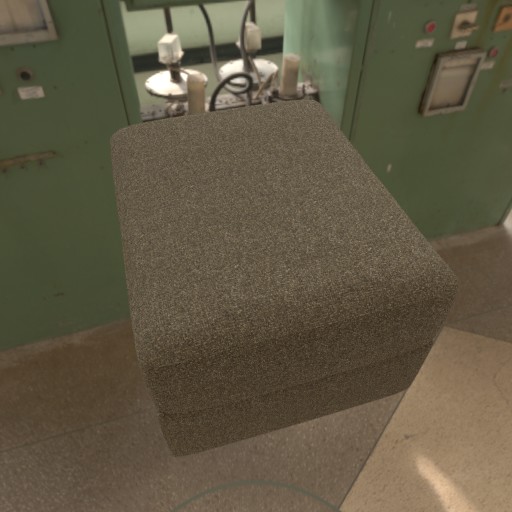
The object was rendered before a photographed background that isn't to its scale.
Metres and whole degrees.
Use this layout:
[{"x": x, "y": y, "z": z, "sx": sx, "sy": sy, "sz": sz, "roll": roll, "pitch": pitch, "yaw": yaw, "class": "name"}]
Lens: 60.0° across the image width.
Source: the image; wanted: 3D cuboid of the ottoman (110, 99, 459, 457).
[{"x": 0.000, "y": 0.000, "z": 1.104, "sx": 0.598, "sy": 0.476, "sz": 0.742, "roll": -12, "pitch": 49, "yaw": -11, "class": "ottoman"}]
